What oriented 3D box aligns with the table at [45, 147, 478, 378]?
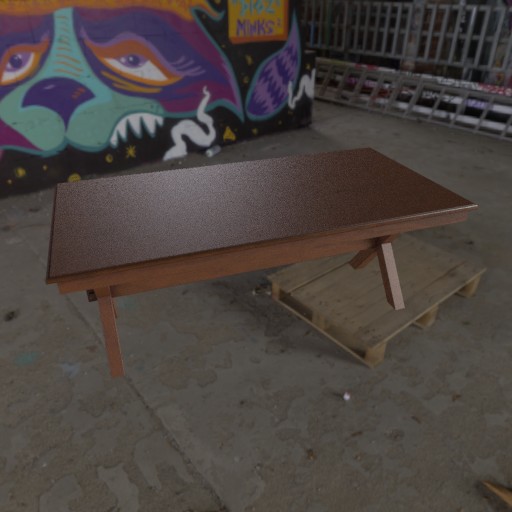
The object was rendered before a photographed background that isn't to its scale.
[{"bbox_3d":[0.000,0.000,1.506,1.197,0.459,0.594,-10,33,-16],"label":"table"}]
